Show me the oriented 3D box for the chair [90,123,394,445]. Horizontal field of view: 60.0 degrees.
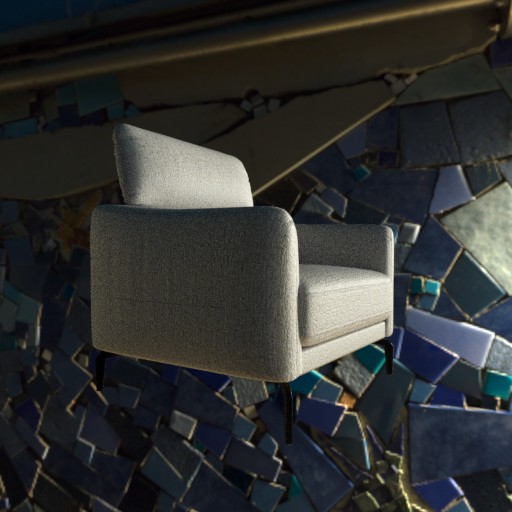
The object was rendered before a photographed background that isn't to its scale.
[{"bbox_3d":[0.000,0.000,1.694,0.835,0.967,0.972,0,0,35],"label":"chair"}]
